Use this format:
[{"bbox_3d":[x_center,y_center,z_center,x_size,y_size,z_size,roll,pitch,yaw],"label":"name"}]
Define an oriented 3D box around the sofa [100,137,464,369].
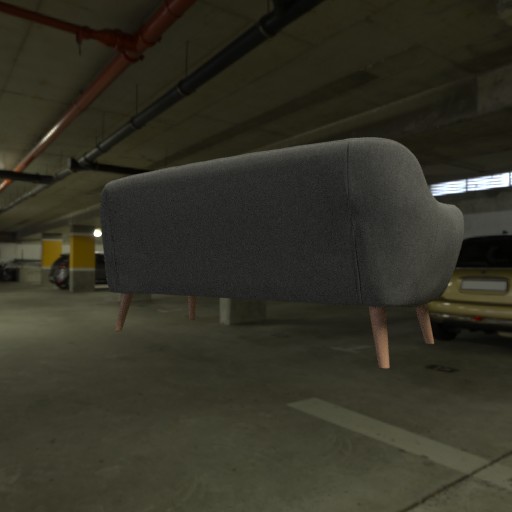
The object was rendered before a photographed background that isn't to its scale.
[{"bbox_3d":[0.000,0.000,2.241,1.840,0.820,0.820,-1,-1,36],"label":"sofa"}]
